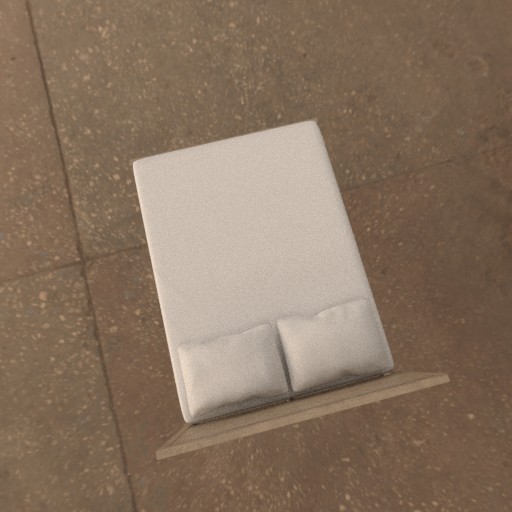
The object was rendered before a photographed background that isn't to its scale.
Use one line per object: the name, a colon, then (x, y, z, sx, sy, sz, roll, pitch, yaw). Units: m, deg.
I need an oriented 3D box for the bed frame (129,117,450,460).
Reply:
bed frame: (0.000, 0.000, 3.260, 1.606, 1.369, 2.189, -14, 77, -3)
